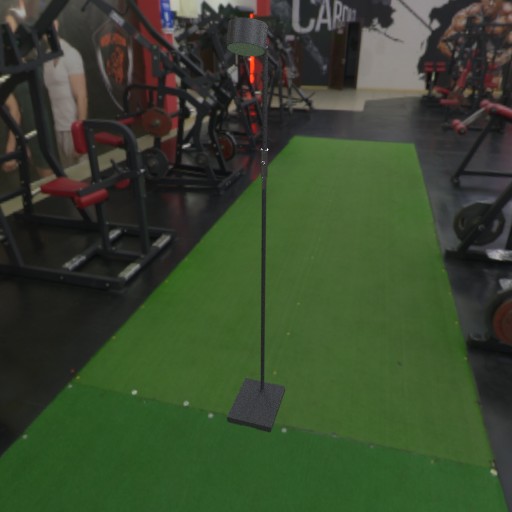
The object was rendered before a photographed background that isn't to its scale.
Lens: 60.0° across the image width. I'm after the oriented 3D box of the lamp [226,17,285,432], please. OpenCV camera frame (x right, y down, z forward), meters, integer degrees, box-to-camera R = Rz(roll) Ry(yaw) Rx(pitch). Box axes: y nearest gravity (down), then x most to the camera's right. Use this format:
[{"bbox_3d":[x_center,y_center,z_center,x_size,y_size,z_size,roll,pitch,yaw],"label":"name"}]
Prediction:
[{"bbox_3d":[0.000,0.000,1.695,0.203,1.600,0.304,8,28,15],"label":"lamp"}]
